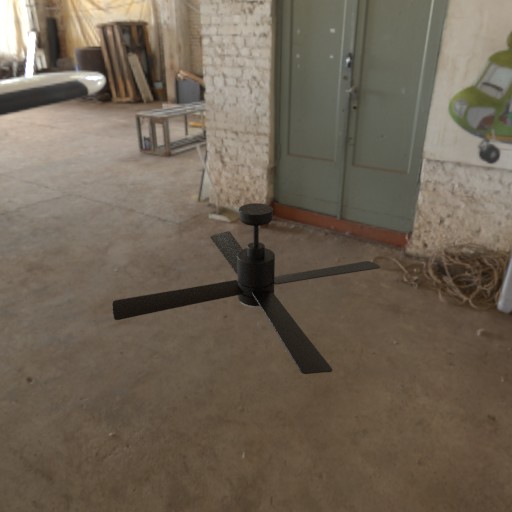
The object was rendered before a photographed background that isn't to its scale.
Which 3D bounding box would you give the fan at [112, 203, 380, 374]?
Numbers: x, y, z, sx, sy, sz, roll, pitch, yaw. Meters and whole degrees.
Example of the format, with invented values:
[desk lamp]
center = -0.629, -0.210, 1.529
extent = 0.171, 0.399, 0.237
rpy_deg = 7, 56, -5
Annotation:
[fan]
center = 0.000, 0.000, 2.374
extent = 1.525, 0.534, 1.525
rpy_deg = -9, 27, -17
